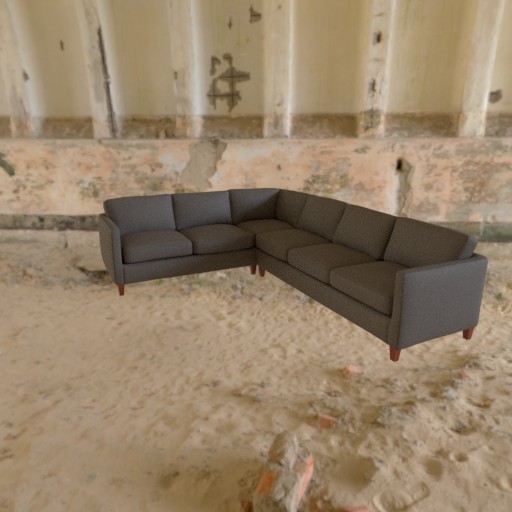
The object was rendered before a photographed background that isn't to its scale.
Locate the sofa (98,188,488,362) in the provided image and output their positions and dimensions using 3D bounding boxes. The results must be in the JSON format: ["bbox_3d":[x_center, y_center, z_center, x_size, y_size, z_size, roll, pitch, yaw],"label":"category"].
[{"bbox_3d":[0.000,0.000,4.431,2.593,0.947,3.302,-8,18,-25],"label":"sofa"}]
